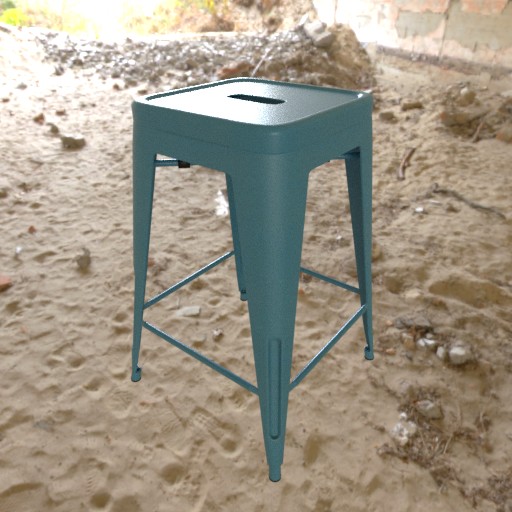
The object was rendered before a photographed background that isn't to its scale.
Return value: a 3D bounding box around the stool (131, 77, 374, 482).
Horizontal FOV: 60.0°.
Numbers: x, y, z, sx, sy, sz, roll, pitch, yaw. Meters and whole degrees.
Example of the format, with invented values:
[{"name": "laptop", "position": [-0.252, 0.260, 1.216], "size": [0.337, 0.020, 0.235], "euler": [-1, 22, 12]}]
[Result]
[{"name": "stool", "position": [0.000, 0.000, 0.880], "size": [0.410, 0.608, 0.410], "euler": [21, 37, 32]}]
